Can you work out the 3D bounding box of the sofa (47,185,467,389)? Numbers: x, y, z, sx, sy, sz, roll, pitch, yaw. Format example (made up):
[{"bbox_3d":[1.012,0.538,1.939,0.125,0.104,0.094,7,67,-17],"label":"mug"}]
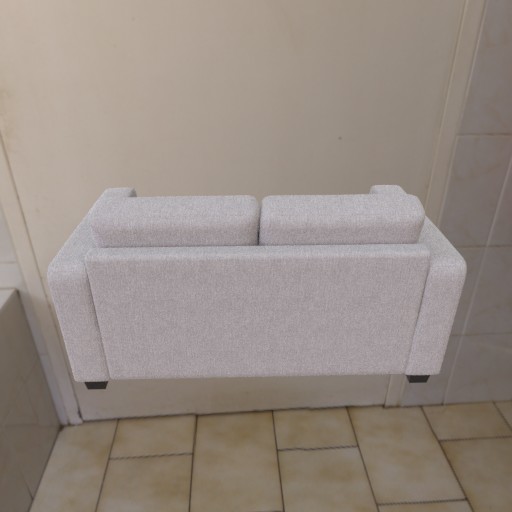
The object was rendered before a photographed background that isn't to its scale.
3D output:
[{"bbox_3d":[0.000,0.000,2.054,1.540,0.800,0.900,-1,29,-1],"label":"sofa"}]
